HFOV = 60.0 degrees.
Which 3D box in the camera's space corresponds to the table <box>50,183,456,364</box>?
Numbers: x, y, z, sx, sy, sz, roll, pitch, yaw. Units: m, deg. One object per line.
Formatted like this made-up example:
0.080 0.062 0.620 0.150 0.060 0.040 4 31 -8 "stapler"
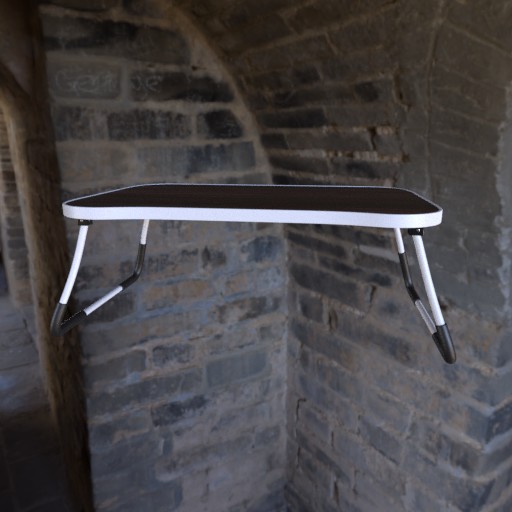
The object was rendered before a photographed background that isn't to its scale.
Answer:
0.000 0.000 0.844 0.660 0.232 0.400 2 15 8 "table"
